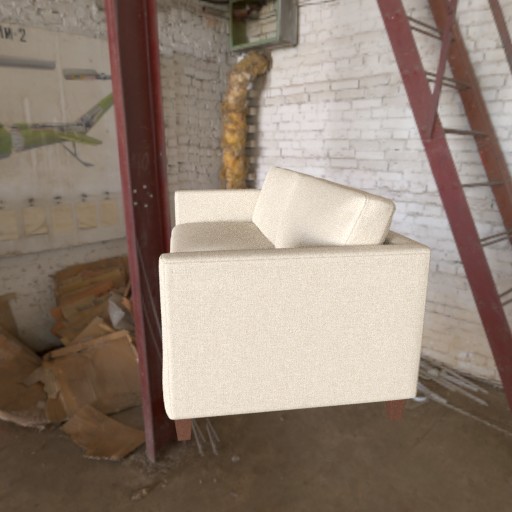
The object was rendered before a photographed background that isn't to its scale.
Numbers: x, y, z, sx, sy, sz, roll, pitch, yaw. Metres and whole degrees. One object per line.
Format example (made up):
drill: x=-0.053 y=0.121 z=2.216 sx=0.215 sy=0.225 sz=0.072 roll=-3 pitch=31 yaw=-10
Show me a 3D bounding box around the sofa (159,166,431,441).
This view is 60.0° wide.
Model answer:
sofa: x=0.000 y=0.000 z=2.451 sx=0.965 sy=0.889 sz=1.981 roll=-2 pitch=15 yaw=-8
